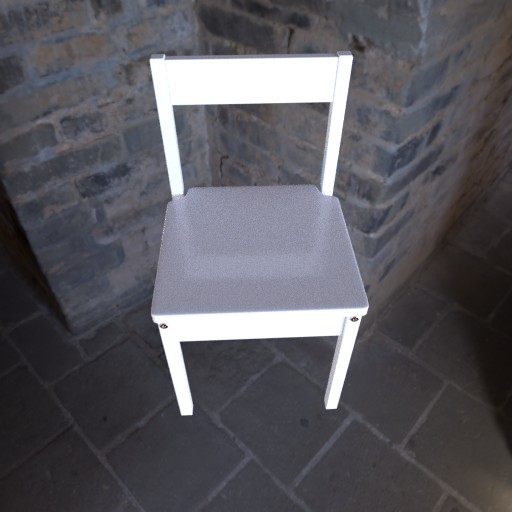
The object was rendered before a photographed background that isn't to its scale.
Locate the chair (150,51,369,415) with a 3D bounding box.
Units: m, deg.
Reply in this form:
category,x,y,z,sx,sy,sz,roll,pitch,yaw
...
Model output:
category,x,y,z,sx,sy,sz,roll,pitch,yaw
chair,0.000,0.000,0.897,0.367,0.668,0.361,-2,45,-2
